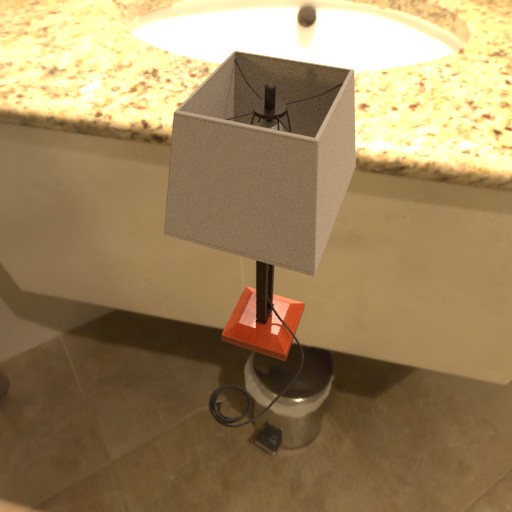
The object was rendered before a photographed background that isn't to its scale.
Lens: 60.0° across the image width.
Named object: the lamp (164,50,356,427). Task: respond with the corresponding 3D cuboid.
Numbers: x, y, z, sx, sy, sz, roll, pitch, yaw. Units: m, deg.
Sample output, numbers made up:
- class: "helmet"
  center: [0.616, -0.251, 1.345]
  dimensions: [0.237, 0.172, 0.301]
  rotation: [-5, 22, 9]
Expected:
- class: "lamp"
  center: [0.000, 0.000, 0.994]
  dimensions: [0.310, 0.737, 0.498]
  rotation: [16, 49, 14]
